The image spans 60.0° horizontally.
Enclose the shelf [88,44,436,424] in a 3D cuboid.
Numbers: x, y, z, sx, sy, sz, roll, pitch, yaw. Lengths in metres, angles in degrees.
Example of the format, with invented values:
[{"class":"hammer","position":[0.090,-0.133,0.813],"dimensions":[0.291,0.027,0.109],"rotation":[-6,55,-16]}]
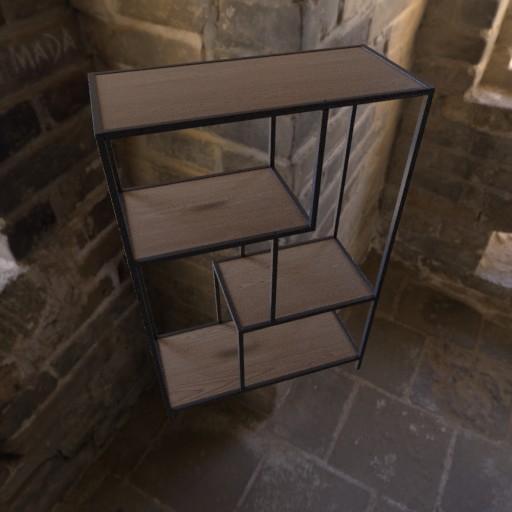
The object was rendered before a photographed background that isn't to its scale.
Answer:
[{"class":"shelf","position":[0.000,0.000,1.449],"dimensions":[0.770,1.138,0.350],"rotation":[-12,43,-13]}]
